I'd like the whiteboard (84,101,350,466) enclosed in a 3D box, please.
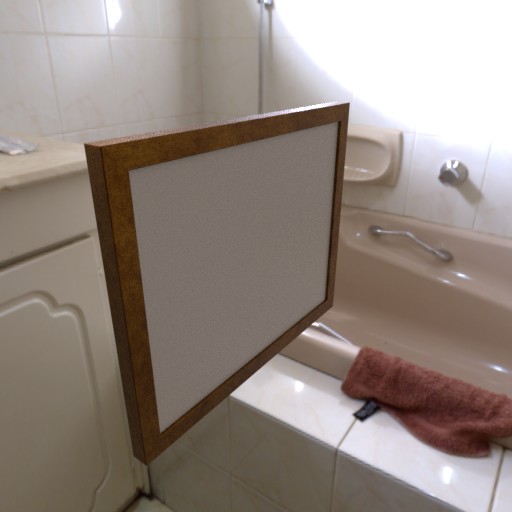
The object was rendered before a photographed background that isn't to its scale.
[{"bbox_3d":[0.000,0.000,0.758,0.029,0.457,0.561,18,30,33],"label":"whiteboard"}]
